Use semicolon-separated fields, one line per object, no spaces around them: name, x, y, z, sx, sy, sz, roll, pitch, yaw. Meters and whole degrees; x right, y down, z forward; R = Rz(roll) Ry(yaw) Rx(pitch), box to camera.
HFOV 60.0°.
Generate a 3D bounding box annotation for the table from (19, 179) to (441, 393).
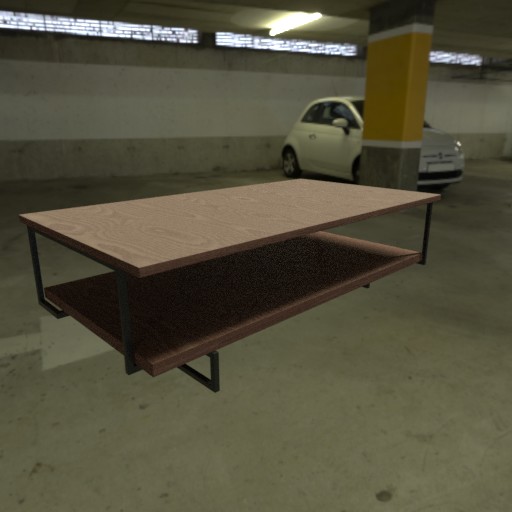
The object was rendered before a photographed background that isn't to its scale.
table;0.000;0.000;1.448;1.197;0.347;0.651;-15;23;-42
